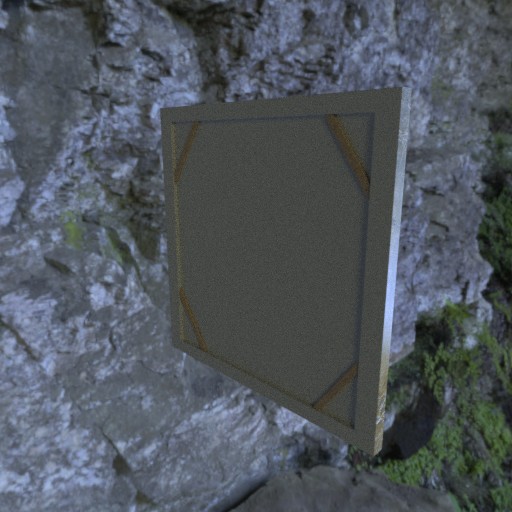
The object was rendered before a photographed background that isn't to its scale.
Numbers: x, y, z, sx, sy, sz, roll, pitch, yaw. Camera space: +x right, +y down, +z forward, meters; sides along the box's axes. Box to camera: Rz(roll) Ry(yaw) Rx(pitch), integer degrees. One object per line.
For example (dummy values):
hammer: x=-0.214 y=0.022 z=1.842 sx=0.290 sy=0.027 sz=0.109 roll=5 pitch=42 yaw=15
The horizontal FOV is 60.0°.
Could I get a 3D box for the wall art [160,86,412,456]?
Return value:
wall art: x=0.000 y=0.000 z=1.643 sx=1.092 sy=1.091 sz=0.051 roll=14 pitch=20 yaw=43
